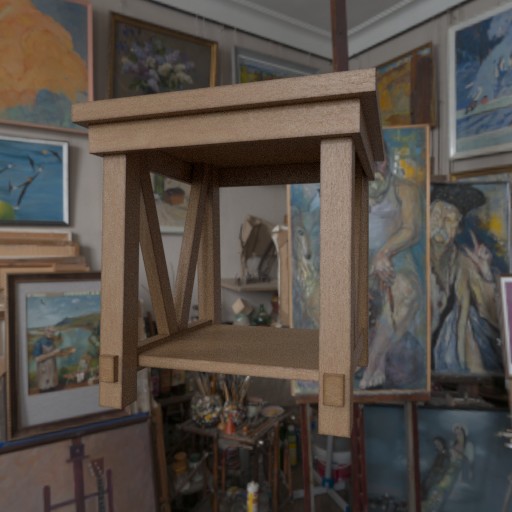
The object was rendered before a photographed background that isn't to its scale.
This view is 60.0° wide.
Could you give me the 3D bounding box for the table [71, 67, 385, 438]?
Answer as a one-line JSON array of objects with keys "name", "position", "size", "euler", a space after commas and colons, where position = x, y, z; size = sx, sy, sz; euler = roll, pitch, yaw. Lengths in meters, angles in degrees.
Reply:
[{"name": "table", "position": [0.000, 0.000, 1.124], "size": [0.610, 0.638, 0.612], "euler": [0, 1, 18]}]
